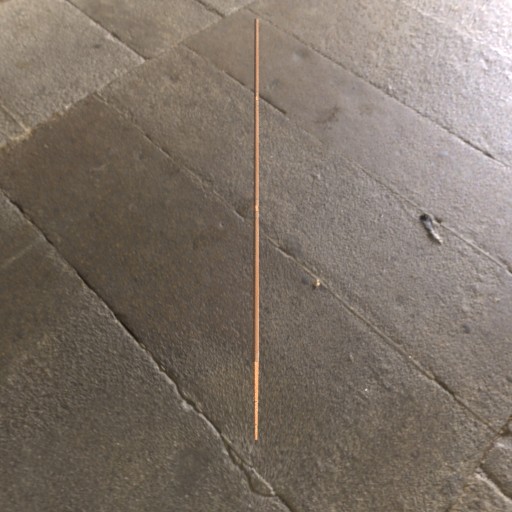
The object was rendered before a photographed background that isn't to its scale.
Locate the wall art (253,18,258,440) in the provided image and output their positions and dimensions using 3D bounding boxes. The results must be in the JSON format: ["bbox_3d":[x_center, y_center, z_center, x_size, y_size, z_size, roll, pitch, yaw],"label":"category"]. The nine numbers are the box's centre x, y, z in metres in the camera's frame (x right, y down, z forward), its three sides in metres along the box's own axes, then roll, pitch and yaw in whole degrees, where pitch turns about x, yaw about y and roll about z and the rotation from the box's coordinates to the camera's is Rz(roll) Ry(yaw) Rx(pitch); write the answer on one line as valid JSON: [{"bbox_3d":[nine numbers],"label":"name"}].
[{"bbox_3d":[0.000,0.000,1.776,0.013,1.218,1.216,0,60,0],"label":"wall art"}]
